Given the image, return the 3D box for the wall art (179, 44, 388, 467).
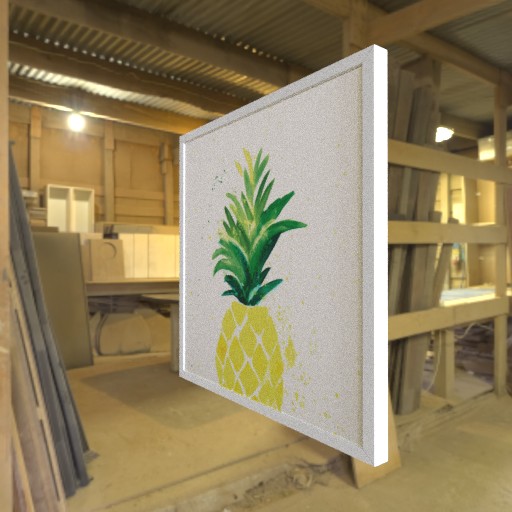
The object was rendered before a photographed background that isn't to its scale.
[{"bbox_3d":[0.000,0.000,1.115,0.038,0.761,0.763,0,0,-37],"label":"wall art"}]
